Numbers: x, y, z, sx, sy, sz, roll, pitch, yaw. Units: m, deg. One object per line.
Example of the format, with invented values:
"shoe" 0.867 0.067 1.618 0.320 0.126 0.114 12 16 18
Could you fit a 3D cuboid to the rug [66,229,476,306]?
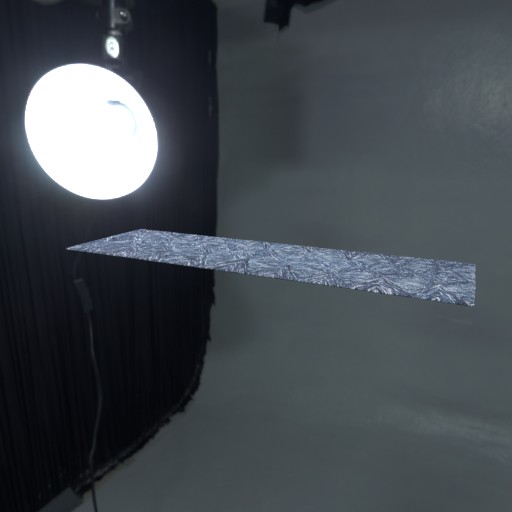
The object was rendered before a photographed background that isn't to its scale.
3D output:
"rug" 0.000 0.000 2.581 2.306 0.013 0.719 7 16 25
